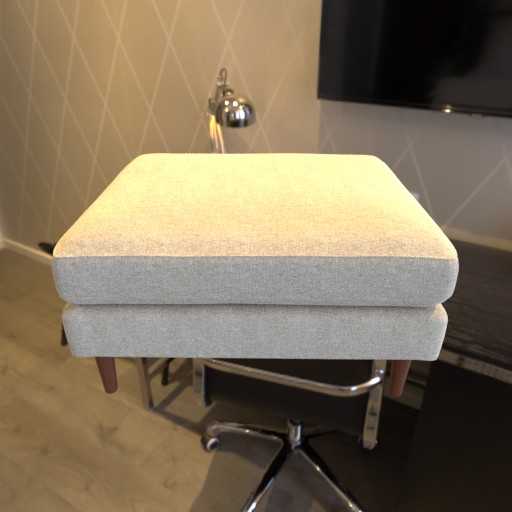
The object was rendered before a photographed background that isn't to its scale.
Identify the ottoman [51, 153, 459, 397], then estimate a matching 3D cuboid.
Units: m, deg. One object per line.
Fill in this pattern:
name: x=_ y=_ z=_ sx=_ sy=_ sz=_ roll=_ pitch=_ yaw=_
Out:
ottoman: x=0.000 y=0.000 z=1.236 sx=0.821 sy=0.474 sz=0.693 roll=0 pitch=28 yaw=1
